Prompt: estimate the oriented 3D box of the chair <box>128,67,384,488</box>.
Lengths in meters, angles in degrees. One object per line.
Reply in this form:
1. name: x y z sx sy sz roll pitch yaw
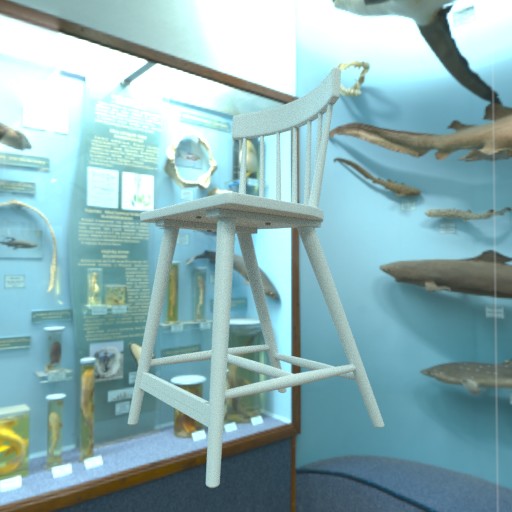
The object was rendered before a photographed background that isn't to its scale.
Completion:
1. chair: 0.000 0.000 1.249 0.572 0.952 0.483 1 -1 -37
